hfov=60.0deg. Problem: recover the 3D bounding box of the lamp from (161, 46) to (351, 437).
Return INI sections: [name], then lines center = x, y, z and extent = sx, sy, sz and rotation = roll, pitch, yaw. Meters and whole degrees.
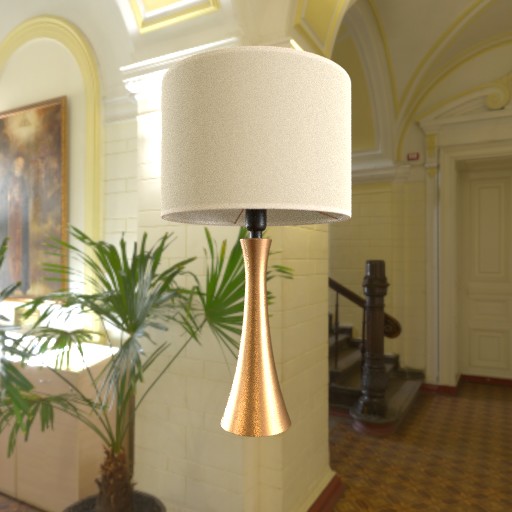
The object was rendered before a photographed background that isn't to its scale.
[lamp]
center = 0.000, 0.000, 0.638
extent = 0.268, 0.479, 0.268
rotation = 0, -1, -16
